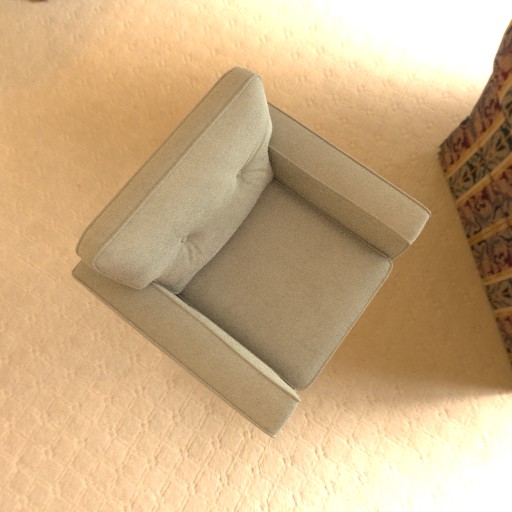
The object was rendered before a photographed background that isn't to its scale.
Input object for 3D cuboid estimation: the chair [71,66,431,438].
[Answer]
[{"bbox_3d":[0.000,0.000,1.772,0.939,0.965,1.015,37,79,8],"label":"chair"}]
